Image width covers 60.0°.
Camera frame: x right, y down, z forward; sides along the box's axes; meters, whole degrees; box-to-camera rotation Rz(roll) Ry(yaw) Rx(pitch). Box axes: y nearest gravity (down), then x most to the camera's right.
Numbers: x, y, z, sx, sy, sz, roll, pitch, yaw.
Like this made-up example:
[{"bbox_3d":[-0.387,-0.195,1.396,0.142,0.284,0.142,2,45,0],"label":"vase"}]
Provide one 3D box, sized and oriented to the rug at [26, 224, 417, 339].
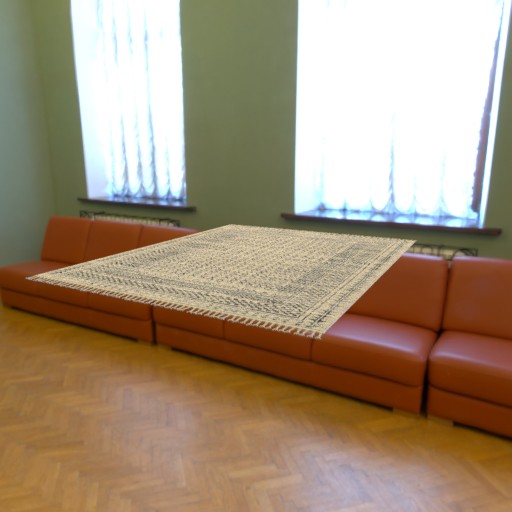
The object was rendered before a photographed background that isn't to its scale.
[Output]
[{"bbox_3d":[0.000,0.000,3.980,2.312,0.013,2.940,7,15,28],"label":"rug"}]
